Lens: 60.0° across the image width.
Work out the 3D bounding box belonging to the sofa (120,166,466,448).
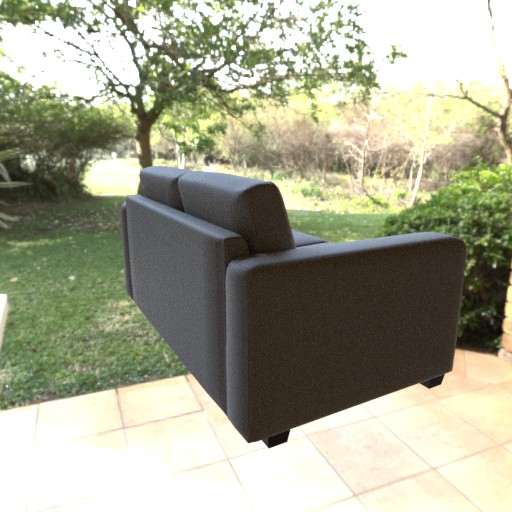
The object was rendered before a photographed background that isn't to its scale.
[{"bbox_3d":[0.000,0.000,2.035,0.900,0.800,1.540,-8,16,-28],"label":"sofa"}]
